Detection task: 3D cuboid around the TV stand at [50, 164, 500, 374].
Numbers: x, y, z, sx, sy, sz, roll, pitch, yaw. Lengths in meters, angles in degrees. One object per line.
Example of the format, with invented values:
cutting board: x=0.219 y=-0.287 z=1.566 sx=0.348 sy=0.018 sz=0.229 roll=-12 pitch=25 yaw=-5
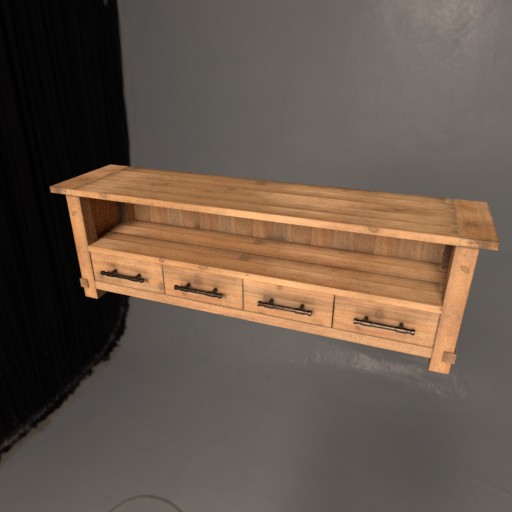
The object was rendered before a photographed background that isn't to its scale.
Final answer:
TV stand: x=0.000 y=0.000 z=1.983 sx=1.804 sy=0.573 sz=0.453 roll=9 pitch=27 yaw=18
